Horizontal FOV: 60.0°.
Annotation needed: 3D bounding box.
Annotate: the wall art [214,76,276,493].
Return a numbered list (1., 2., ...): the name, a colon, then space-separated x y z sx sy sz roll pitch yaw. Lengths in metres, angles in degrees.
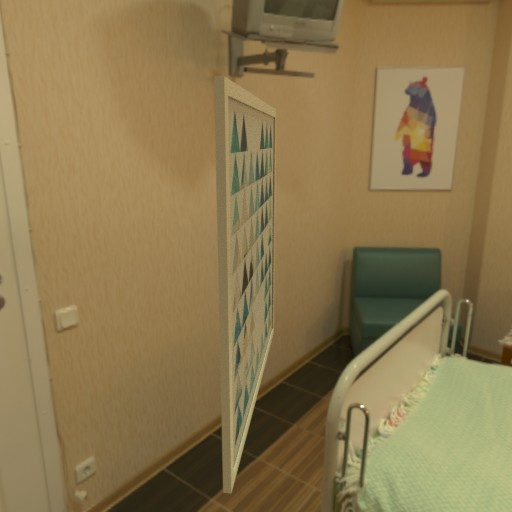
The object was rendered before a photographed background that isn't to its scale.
1. wall art: 0.000 0.000 0.830 0.012 0.557 0.557 2 15 8
